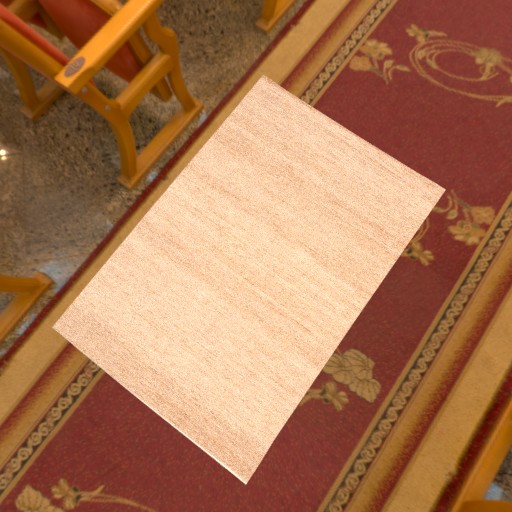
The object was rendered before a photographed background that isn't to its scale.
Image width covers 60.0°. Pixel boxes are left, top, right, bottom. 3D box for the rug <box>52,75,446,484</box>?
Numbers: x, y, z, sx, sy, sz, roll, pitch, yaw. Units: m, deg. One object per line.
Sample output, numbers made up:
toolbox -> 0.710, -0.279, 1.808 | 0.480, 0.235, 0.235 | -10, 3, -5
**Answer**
rug -> 0.000, 0.000, 2.982 | 1.574, 0.029, 2.346 | 36, 79, 8
